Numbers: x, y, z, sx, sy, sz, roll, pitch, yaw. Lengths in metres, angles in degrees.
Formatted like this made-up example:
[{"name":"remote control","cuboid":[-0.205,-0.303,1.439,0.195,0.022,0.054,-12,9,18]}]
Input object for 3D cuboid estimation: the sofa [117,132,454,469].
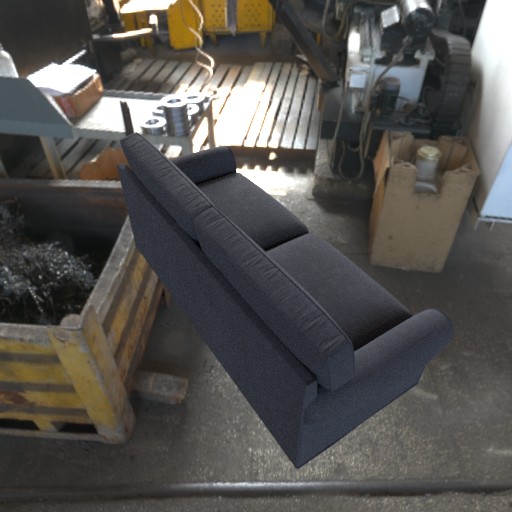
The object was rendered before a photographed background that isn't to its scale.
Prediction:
[{"name":"sofa","cuboid":[0.000,0.000,2.883,0.954,1.026,2.391,-24,47,-25]}]
